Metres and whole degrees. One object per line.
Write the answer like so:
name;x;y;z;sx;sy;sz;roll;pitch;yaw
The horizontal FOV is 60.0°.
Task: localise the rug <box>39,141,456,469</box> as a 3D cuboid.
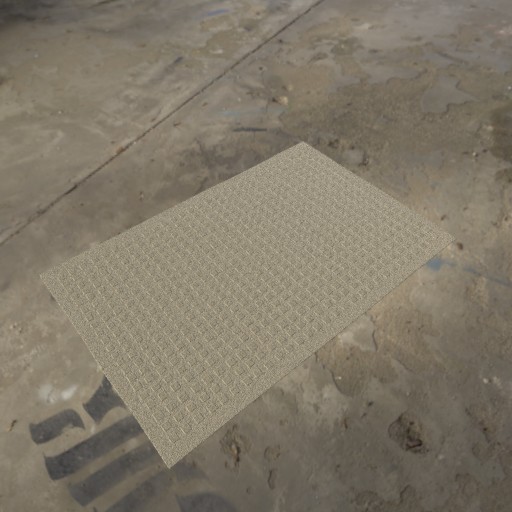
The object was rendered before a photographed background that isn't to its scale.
rug;0.000;0.000;2.202;1.747;0.006;1.143;-32;55;-25
